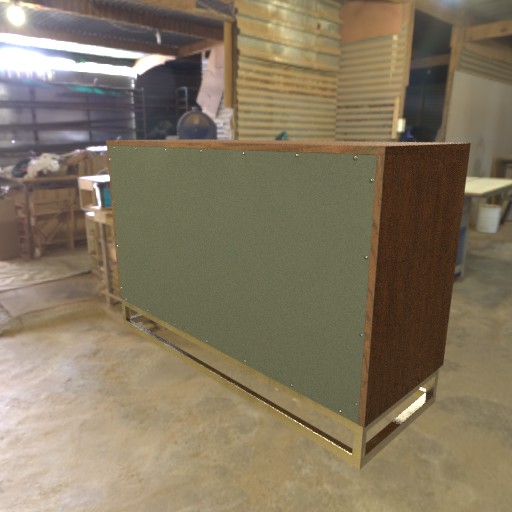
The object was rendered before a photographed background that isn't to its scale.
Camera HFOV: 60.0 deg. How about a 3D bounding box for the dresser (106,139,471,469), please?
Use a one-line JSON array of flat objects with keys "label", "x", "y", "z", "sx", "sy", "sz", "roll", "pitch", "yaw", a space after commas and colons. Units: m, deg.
[{"label": "dresser", "x": 0.000, "y": 0.000, "z": 2.119, "sx": 0.623, "sy": 1.061, "sz": 1.646, "roll": -14, "pitch": 21, "yaw": -42}]
